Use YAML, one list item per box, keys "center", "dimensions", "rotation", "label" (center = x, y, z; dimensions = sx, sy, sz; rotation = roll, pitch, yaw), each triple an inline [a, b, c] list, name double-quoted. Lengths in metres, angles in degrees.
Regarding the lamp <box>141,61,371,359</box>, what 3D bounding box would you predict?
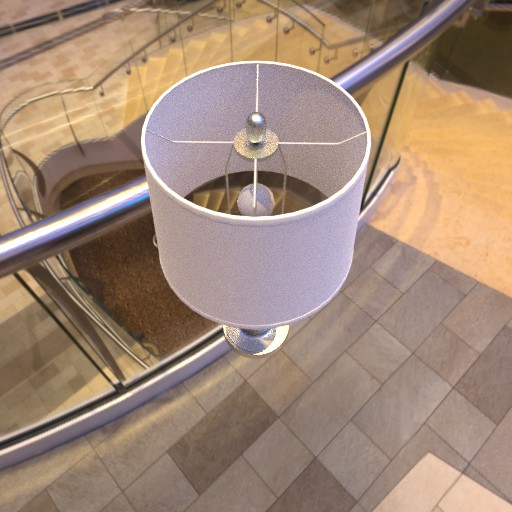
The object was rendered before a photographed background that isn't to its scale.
- center: [0.000, 0.000, 0.931]
  dimensions: [0.383, 0.733, 0.383]
  rotation: [0, 57, 0]
  label: "lamp"
